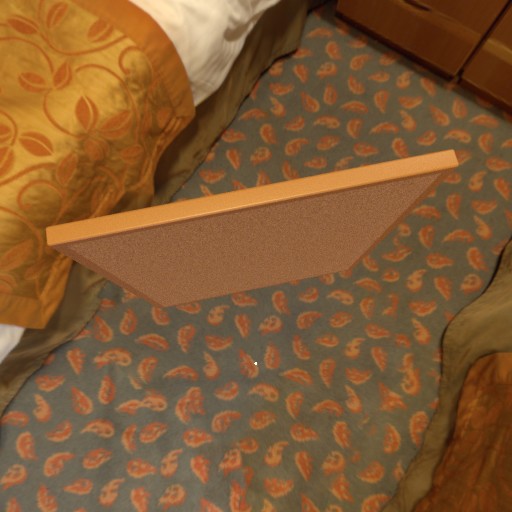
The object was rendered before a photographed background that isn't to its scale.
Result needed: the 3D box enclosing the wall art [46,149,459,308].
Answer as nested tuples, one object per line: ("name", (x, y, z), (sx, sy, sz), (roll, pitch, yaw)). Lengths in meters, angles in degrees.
("wall art", (0.000, 0.000, 0.512), (0.310, 0.379, 0.015), (-11, 77, -3))
